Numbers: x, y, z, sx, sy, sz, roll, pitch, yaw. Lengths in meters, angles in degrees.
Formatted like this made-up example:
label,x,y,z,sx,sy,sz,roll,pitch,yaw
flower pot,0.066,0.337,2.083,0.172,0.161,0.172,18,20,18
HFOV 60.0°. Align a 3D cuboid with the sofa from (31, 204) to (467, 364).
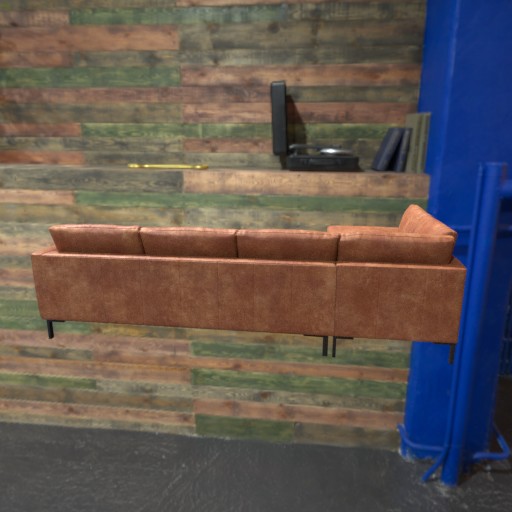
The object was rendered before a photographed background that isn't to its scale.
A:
label,x,y,z,sx,sy,sz,roll,pitch,yaw
sofa,0.000,0.000,3.909,2.984,0.877,1.938,2,15,8
